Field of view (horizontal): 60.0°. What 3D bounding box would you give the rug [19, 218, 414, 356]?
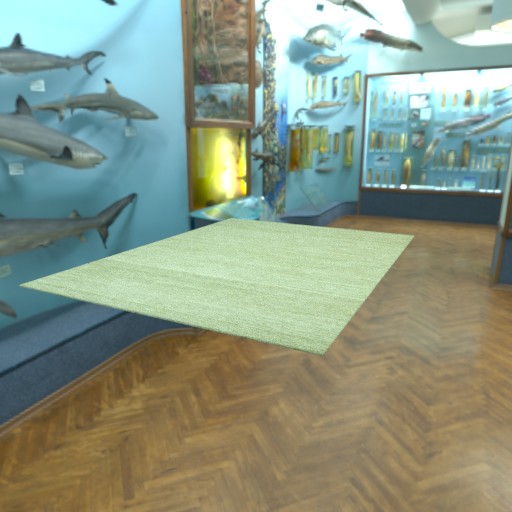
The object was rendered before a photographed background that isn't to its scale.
[{"bbox_3d":[0.000,0.000,4.218,2.425,0.016,3.198,8,17,26],"label":"rug"}]
